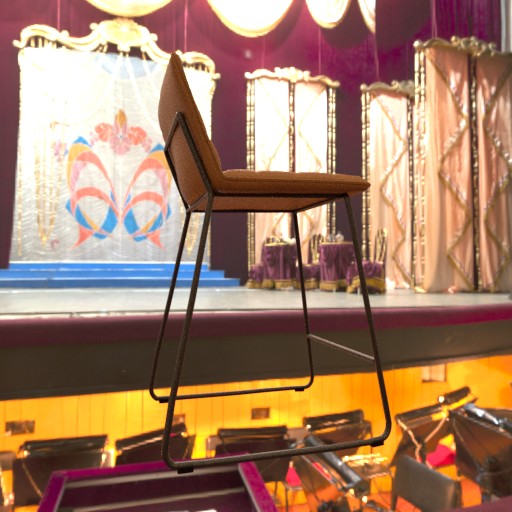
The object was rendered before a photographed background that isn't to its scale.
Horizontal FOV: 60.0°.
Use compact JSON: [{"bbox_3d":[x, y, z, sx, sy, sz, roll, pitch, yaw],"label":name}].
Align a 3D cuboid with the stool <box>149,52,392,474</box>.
[{"bbox_3d":[0.000,0.000,1.173,0.524,0.866,0.489,0,-1,-17],"label":"stool"}]
